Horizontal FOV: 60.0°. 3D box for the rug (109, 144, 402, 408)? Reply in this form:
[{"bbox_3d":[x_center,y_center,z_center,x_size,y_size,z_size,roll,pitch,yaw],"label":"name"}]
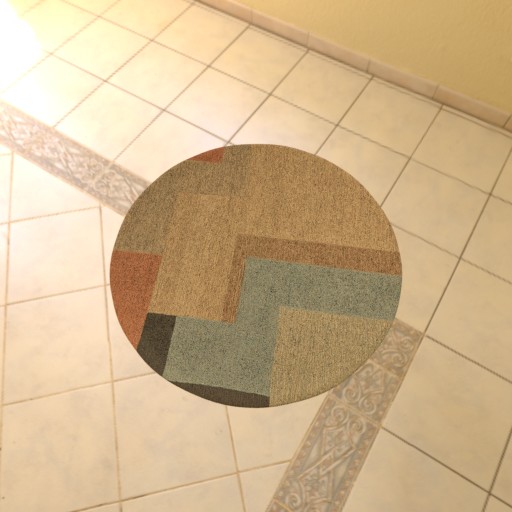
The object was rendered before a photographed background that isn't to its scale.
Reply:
[{"bbox_3d":[0.000,0.000,3.766,2.461,0.033,2.461,0,63,0],"label":"rug"}]
